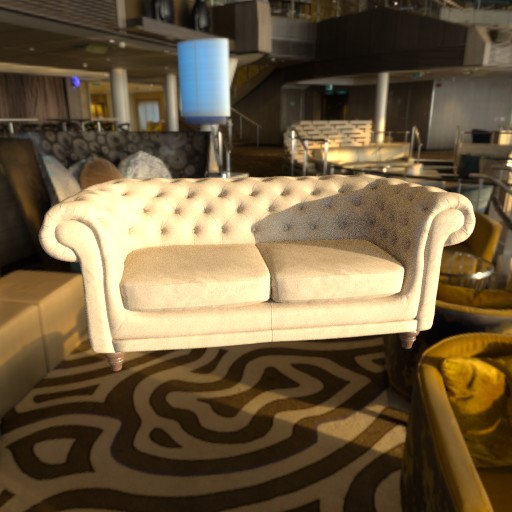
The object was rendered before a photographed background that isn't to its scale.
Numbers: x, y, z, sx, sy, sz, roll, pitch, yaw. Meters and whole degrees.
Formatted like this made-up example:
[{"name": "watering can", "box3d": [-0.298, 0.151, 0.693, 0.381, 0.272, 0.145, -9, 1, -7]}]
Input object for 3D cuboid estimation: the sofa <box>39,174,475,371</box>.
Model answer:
[{"name": "sofa", "box3d": [0.000, 0.000, 2.522, 1.988, 0.835, 1.069, -2, 17, -8]}]
